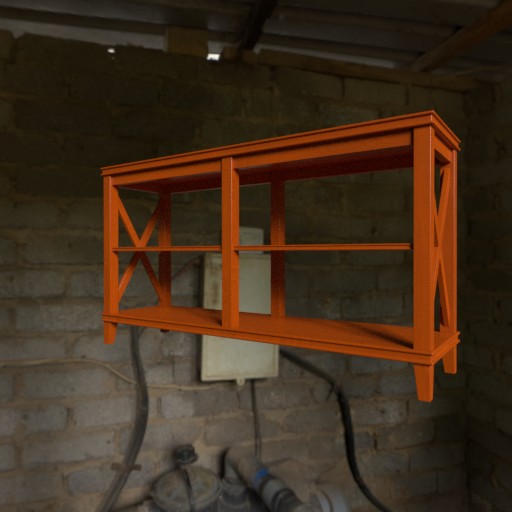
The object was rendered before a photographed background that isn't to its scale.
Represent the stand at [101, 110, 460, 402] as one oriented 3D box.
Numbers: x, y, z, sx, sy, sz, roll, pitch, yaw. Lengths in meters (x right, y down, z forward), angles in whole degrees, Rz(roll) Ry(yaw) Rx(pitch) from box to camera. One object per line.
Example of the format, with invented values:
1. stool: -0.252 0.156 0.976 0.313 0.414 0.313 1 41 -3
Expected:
1. stand: 0.000 0.000 1.692 1.372 0.762 0.381 0 0 34
